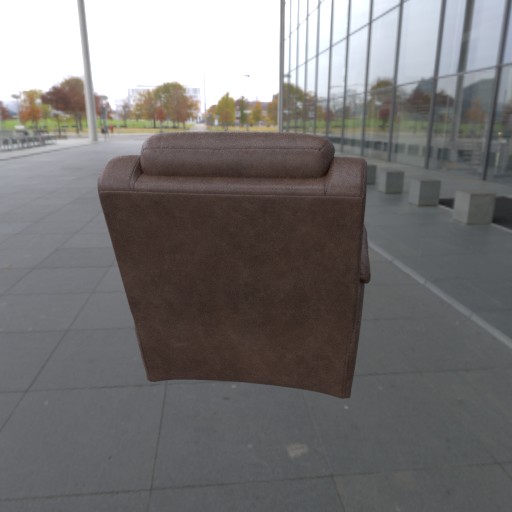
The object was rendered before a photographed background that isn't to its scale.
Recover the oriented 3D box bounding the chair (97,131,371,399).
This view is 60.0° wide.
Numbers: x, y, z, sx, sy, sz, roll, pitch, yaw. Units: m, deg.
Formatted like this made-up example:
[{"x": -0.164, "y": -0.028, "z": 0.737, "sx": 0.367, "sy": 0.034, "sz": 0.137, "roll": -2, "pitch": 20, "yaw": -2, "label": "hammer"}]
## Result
[{"x": 0.000, "y": 0.000, "z": 1.807, "sx": 0.940, "sy": 0.990, "sz": 1.067, "roll": 2, "pitch": 17, "yaw": 8, "label": "chair"}]
